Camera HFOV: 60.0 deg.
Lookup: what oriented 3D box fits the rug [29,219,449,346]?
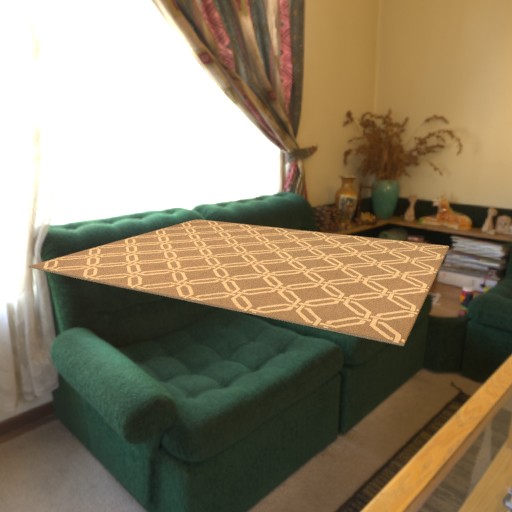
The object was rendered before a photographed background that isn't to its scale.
[{"bbox_3d":[0.000,0.000,3.847,2.895,0.018,2.288,8,17,27],"label":"rug"}]
